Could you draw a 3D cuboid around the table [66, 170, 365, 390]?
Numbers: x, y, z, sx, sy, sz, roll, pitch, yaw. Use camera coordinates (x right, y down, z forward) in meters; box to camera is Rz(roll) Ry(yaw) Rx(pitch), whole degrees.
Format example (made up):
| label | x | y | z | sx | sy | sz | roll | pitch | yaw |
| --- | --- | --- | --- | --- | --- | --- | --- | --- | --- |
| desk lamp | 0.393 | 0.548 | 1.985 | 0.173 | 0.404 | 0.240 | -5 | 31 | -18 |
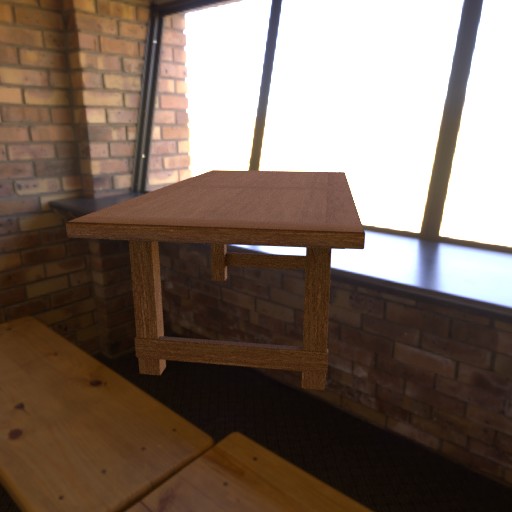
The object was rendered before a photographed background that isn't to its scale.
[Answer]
| label | x | y | z | sx | sy | sz | roll | pitch | yaw |
| --- | --- | --- | --- | --- | --- | --- | --- | --- | --- |
| table | 0.000 | 0.000 | 2.479 | 1.000 | 0.762 | 1.982 | 3 | 16 | 9 |
